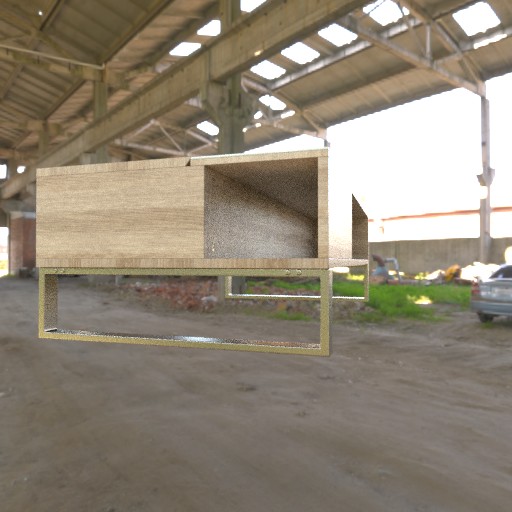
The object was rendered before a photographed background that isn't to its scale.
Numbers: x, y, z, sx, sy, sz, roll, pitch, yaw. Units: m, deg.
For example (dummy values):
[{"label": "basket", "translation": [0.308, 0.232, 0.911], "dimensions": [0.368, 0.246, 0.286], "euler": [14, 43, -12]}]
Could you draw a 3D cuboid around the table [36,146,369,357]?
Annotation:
[{"label": "table", "translation": [0.000, 0.000, 1.345], "dimensions": [0.600, 0.350, 1.100], "euler": [0, -1, 18]}]
